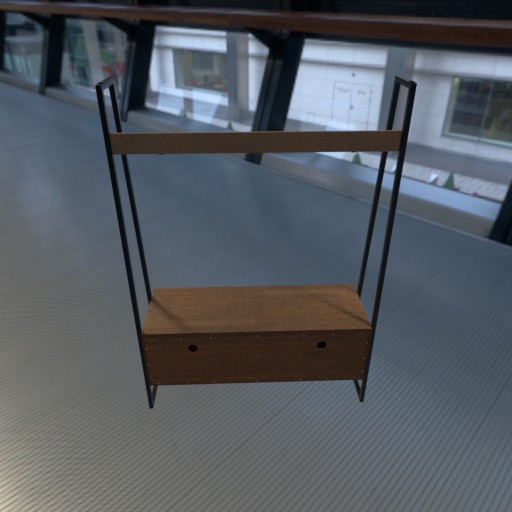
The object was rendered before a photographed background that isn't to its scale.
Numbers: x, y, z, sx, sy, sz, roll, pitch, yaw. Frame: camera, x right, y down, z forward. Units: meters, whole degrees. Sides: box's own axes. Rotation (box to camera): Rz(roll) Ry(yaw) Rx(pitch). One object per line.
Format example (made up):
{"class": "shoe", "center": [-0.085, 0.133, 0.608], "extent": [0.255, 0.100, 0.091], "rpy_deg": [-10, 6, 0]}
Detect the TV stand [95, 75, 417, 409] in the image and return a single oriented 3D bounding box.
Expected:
{"class": "TV stand", "center": [0.000, 0.000, 2.330], "extent": [1.250, 1.772, 0.432], "rpy_deg": [-1, 30, -2]}
